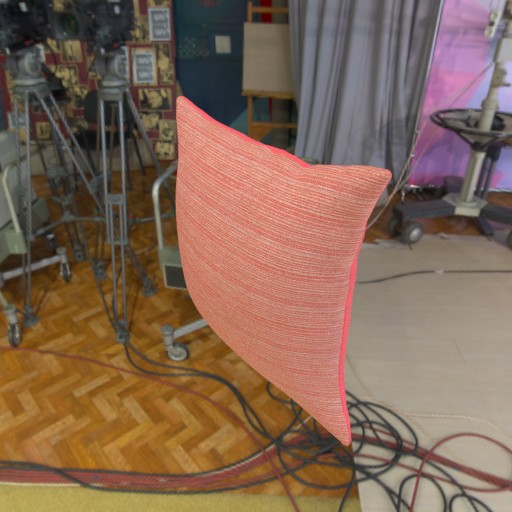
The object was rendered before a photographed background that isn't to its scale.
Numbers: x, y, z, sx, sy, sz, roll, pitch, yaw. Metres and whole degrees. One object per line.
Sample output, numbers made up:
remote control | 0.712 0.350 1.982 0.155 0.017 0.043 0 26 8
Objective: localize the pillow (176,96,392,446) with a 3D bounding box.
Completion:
pillow | 0.000 0.000 0.833 0.229 0.501 0.559 -21 37 -30
